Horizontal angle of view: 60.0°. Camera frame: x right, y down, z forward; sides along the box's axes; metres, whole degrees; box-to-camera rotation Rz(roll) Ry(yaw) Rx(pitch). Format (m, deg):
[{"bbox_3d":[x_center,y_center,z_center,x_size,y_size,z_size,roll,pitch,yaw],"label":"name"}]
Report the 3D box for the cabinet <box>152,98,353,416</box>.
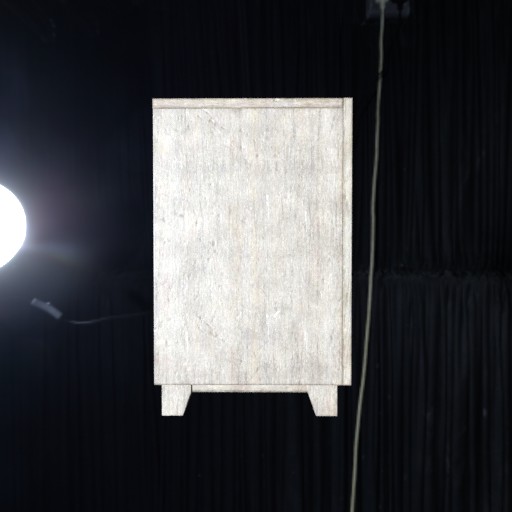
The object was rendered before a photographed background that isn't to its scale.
[{"bbox_3d":[0.000,0.000,1.853,0.511,0.825,1.460,0,1,0],"label":"cabinet"}]
